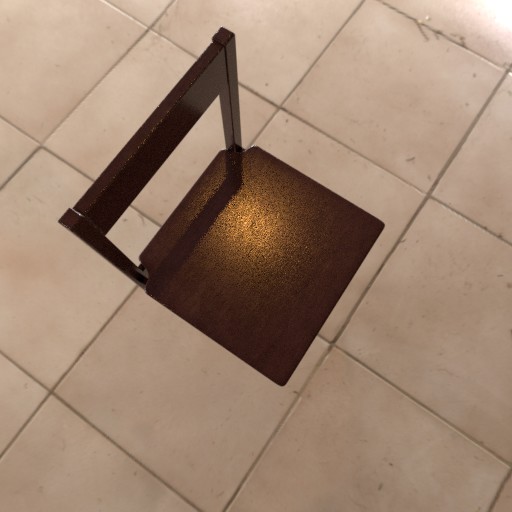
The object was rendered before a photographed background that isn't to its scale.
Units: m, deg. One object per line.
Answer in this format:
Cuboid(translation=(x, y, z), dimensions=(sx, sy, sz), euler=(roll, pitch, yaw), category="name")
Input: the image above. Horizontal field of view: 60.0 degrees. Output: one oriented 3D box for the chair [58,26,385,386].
Cuboid(translation=(0.000, 0.000, 0.883), dimensions=(0.361, 0.668, 0.367), euler=(33, 77, 9), category="chair")
